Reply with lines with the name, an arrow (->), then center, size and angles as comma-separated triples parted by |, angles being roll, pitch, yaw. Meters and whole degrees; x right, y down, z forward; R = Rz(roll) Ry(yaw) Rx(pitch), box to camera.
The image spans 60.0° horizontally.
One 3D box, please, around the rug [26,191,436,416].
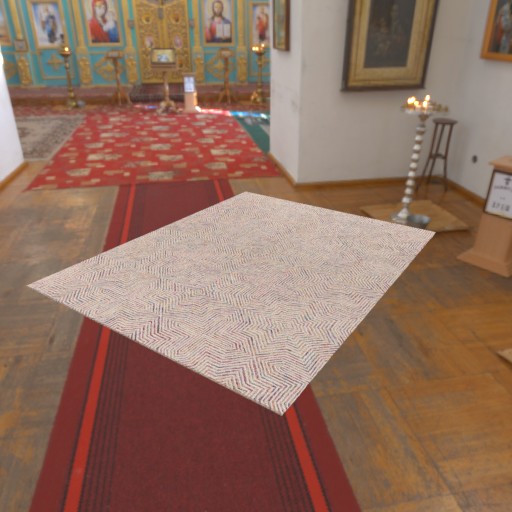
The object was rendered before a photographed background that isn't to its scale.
rug -> 0.000, 0.000, 4.106 | 2.442, 0.008, 3.046 | 17, 30, 31
